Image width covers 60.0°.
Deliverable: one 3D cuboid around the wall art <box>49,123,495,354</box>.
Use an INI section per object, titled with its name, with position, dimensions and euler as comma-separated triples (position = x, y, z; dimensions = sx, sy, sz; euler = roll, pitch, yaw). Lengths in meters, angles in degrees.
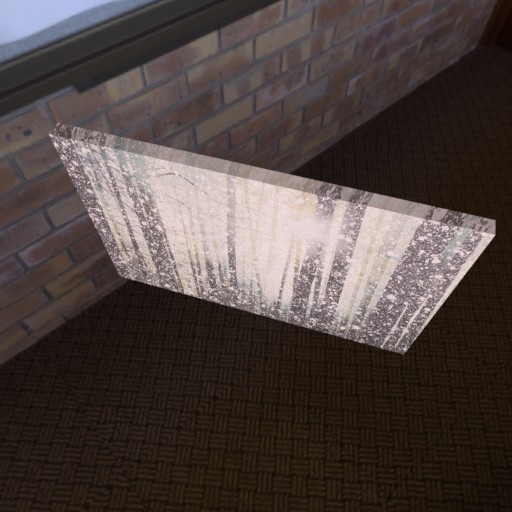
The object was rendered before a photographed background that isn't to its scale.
[wall art]
position = 0.000, 0.000, 1.138
dimensions = 0.919, 0.598, 0.038
euler = 14, 58, 9
